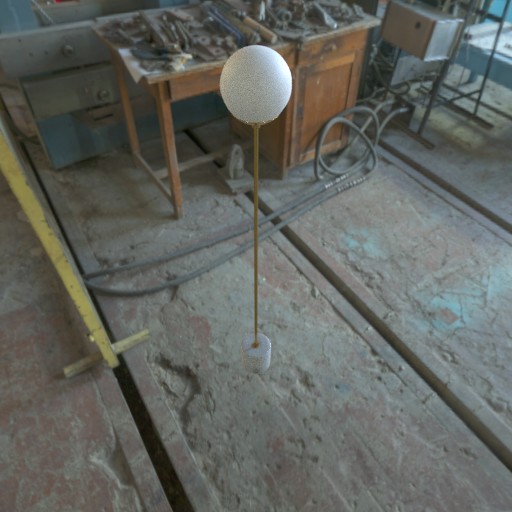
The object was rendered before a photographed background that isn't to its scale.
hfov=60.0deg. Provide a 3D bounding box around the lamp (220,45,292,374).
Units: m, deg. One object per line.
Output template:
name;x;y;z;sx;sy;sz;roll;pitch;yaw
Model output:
lamp;0.000;0.000;1.927;0.224;1.753;0.224;10;47;9
